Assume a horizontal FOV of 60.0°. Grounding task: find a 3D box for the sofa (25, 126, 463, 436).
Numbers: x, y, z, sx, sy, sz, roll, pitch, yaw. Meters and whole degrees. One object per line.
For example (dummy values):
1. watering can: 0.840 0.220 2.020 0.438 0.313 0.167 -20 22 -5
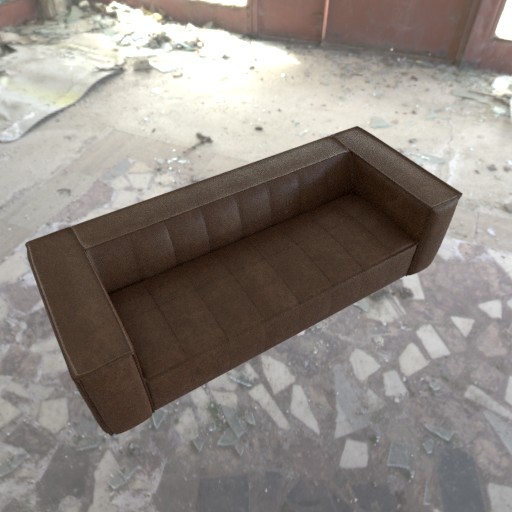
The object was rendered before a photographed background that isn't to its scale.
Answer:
1. sofa: 0.000 0.000 2.967 2.581 0.701 1.102 -24 50 -21
